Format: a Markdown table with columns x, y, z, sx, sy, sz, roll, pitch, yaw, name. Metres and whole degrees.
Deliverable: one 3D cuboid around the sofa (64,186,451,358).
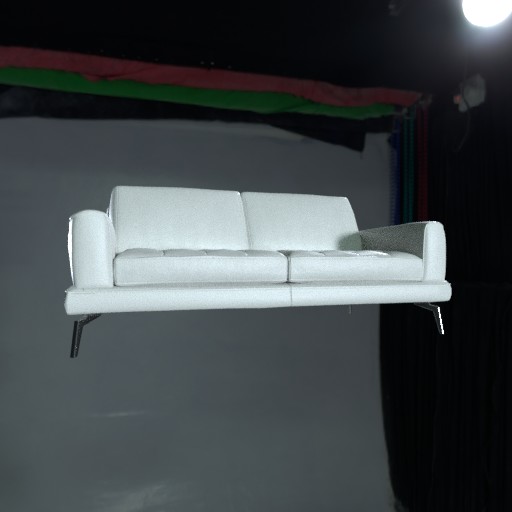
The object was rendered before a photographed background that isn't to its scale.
| x | y | z | sx | sy | sz | roll | pitch | yaw | name |
| --- | --- | --- | --- | --- | --- | --- | --- | --- | --- |
| 0.000 | 0.000 | 2.825 | 2.177 | 0.930 | 1.121 | 0 | -1 | -18 | sofa |
